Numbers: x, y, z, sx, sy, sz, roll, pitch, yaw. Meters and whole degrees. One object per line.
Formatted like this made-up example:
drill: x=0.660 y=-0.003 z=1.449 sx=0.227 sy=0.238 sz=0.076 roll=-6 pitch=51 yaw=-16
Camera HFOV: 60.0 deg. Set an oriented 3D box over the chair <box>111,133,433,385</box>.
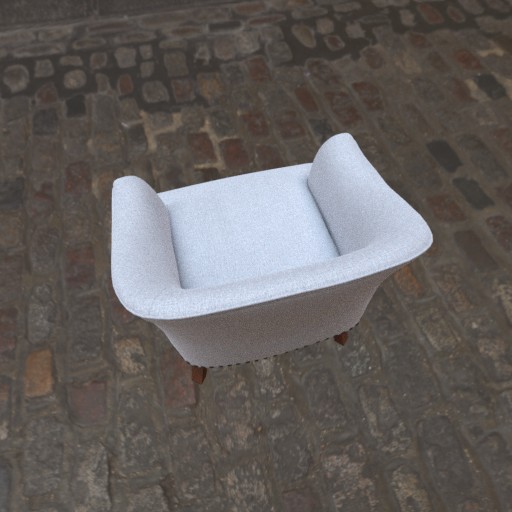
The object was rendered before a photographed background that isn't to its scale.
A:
chair: x=0.000 y=0.000 z=1.429 sx=0.798 sy=0.815 sz=0.704 roll=-13 pitch=59 yaw=-8
